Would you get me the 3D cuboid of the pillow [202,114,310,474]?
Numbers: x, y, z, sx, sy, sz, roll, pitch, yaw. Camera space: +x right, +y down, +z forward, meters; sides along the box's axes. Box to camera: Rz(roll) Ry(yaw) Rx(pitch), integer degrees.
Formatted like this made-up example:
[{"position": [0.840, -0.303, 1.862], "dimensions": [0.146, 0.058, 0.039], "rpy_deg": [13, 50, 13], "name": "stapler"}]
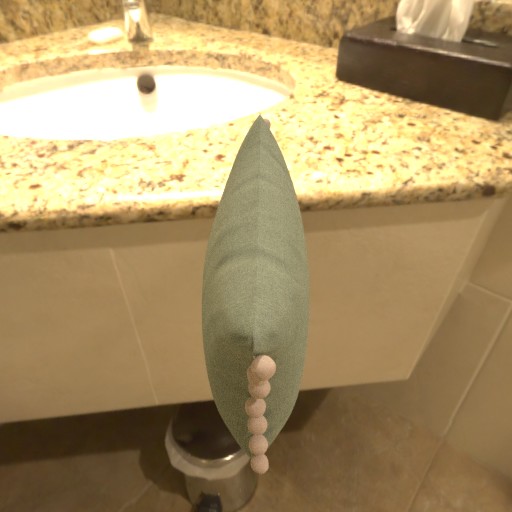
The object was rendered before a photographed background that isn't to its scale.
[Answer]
[{"position": [0.000, 0.000, 0.848], "dimensions": [0.201, 0.322, 0.709], "rpy_deg": [1, 40, 1], "name": "pillow"}]
